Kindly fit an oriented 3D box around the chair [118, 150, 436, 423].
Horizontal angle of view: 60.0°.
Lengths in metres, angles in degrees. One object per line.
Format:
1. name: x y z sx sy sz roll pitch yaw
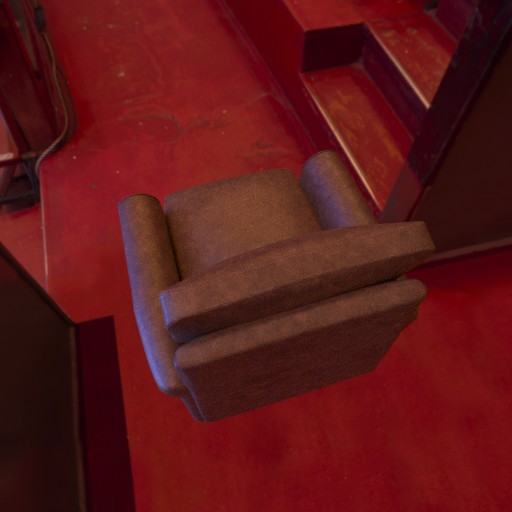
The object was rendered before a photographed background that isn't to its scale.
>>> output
1. chair: 0.000 0.000 1.799 0.996 0.976 1.002 -15 59 -9
